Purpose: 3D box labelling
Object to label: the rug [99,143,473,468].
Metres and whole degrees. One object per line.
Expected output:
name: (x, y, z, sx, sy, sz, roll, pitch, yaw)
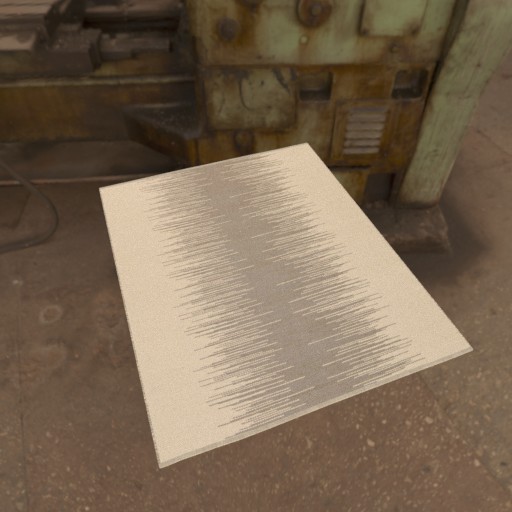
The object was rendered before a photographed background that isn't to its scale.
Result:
rug: (0.000, 0.000, 4.077, 2.453, 0.010, 3.037, -15, 49, -14)
